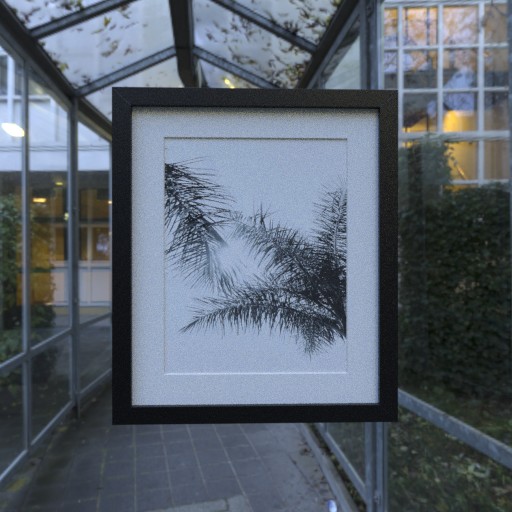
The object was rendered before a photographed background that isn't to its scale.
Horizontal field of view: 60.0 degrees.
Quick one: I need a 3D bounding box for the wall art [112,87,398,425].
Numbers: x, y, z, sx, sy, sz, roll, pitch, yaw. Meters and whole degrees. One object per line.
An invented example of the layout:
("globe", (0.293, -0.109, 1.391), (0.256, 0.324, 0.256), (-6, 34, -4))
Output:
("wall art", (0.000, 0.000, 0.517), (0.325, 0.380, 0.028), (0, 0, -2))
